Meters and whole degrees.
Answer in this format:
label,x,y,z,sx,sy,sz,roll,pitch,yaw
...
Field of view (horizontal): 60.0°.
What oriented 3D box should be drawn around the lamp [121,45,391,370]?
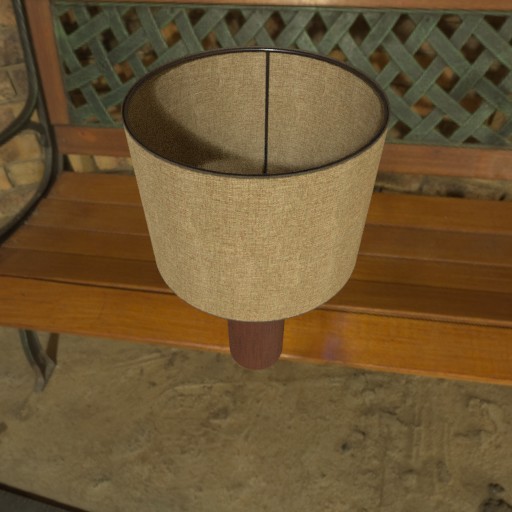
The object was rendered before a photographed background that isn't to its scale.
label,x,y,z,sx,sy,sz,roll,pitch,yaw
lamp,0.000,0.000,0.465,0.202,0.350,0.202,0,46,0
